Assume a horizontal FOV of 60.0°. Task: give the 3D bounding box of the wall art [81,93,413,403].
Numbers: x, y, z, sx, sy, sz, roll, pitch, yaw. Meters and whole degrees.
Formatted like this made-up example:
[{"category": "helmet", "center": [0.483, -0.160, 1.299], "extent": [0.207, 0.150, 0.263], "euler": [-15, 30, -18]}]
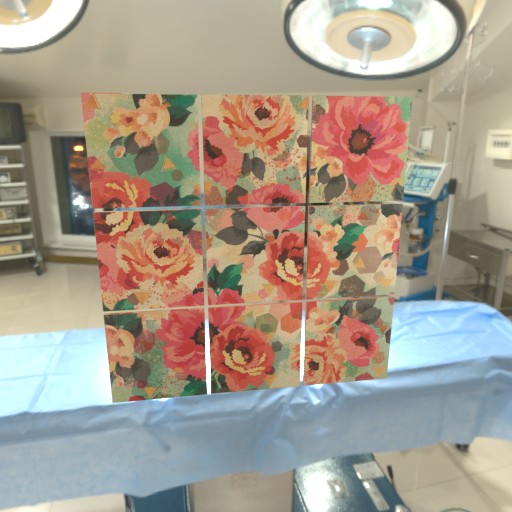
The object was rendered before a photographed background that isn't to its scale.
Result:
[{"category": "wall art", "center": [0.000, 0.000, 1.782], "extent": [1.216, 1.220, 0.013], "euler": [-3, 16, -9]}]
